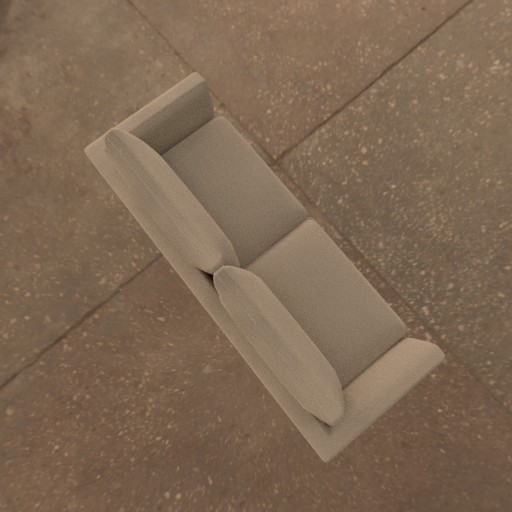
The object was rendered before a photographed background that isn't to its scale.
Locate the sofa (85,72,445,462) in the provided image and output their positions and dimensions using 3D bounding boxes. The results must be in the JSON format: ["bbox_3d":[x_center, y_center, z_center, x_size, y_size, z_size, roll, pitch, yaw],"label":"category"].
[{"bbox_3d":[0.000,0.000,2.713,0.868,1.005,2.214,-38,80,-8],"label":"sofa"}]
